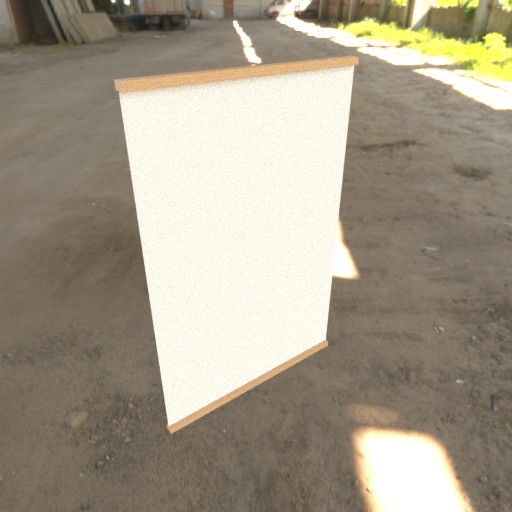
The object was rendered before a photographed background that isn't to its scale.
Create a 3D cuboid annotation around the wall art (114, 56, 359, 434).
[{"bbox_3d":[0.000,0.000,1.286,0.669,1.020,0.027,-21,36,-31],"label":"wall art"}]
